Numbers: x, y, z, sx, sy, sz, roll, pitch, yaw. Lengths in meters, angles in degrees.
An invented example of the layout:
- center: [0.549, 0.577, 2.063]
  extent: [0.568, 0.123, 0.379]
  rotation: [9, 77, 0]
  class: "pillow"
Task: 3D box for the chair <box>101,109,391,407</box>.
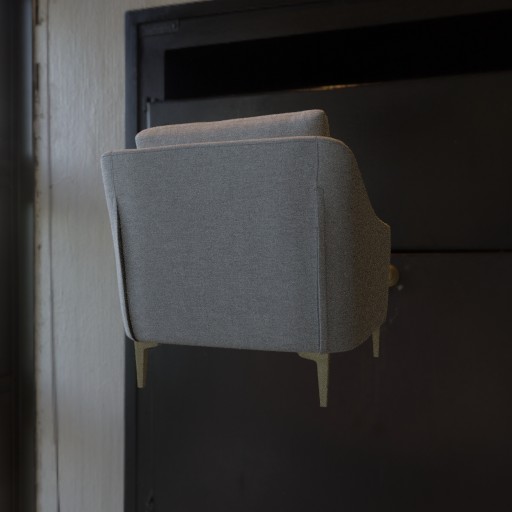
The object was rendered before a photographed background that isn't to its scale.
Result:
- center: [0.000, 0.000, 1.723]
  extent: [0.986, 0.902, 0.961]
  rotation: [0, 0, 18]
  class: "chair"
